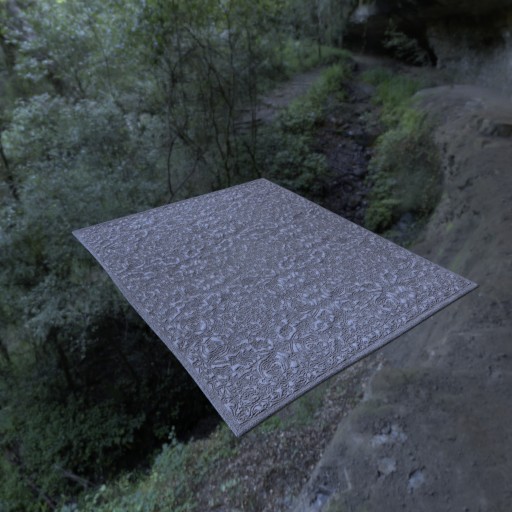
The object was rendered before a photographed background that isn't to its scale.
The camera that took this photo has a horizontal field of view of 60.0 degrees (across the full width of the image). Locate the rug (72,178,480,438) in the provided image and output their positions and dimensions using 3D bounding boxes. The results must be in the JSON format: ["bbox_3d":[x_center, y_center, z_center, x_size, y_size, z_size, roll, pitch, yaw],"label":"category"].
[{"bbox_3d":[0.000,0.000,4.133,2.472,0.035,3.017,-21,37,-30],"label":"rug"}]
